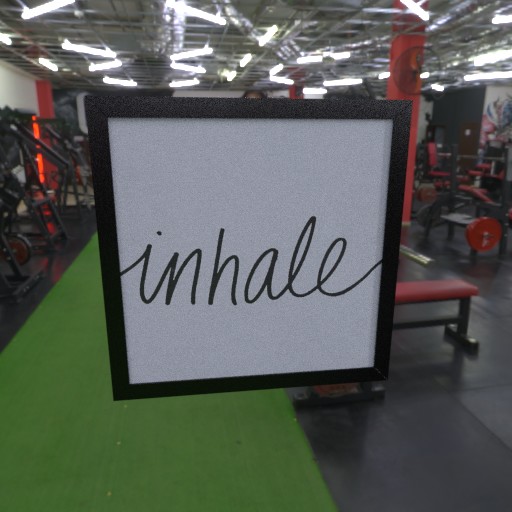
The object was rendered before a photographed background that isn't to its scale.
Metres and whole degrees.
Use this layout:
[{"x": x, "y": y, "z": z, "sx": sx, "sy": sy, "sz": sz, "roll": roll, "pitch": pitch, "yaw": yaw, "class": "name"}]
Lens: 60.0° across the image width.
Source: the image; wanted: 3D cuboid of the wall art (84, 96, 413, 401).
[{"x": 0.000, "y": 0.000, "z": 0.661, "sx": 0.446, "sy": 0.445, "sz": 0.014, "roll": -2, "pitch": 15, "yaw": -8, "class": "wall art"}]
